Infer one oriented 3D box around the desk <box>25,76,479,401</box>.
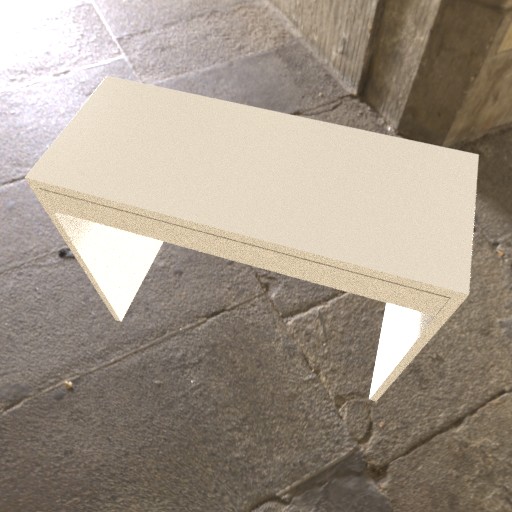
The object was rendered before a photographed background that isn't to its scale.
[{"bbox_3d":[0.000,0.000,1.382,1.000,0.790,0.400,15,59,9],"label":"desk"}]
